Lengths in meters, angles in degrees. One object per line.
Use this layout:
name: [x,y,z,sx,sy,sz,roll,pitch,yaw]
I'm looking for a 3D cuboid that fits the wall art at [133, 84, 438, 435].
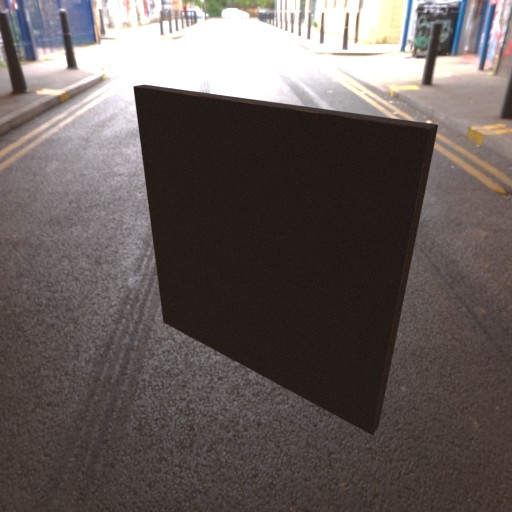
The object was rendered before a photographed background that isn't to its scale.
wall art: [0.000,0.000,1.140,0.762,0.762,0.038,20,35,32]
